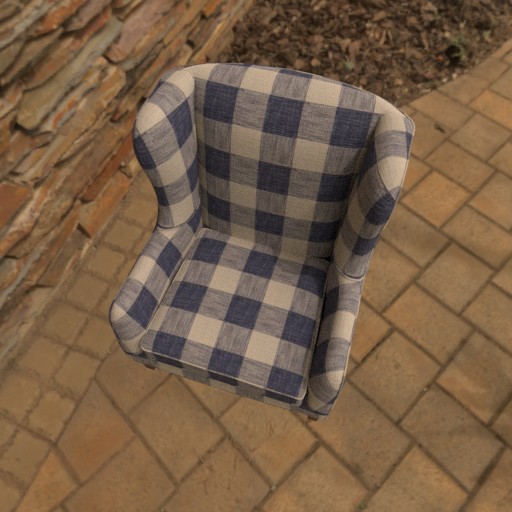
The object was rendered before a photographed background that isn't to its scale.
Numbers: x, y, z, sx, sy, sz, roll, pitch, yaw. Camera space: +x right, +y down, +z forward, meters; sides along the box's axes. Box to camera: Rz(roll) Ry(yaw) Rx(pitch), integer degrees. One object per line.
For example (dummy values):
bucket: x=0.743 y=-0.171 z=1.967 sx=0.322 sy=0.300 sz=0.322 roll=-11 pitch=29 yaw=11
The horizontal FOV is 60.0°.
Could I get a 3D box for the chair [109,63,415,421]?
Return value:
chair: x=0.000 y=0.000 z=1.677 sx=0.830 sy=1.041 sz=0.889 roll=15 pitch=60 yaw=9
